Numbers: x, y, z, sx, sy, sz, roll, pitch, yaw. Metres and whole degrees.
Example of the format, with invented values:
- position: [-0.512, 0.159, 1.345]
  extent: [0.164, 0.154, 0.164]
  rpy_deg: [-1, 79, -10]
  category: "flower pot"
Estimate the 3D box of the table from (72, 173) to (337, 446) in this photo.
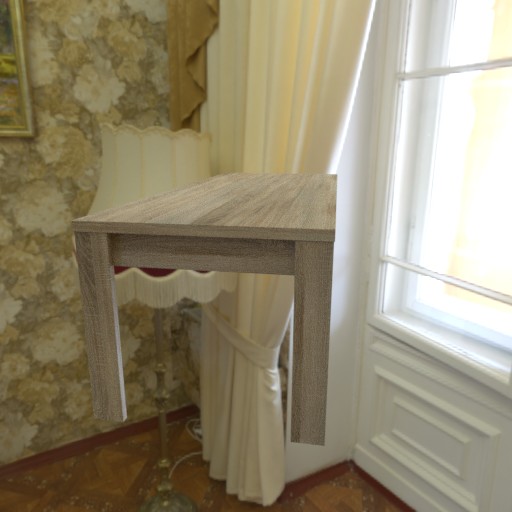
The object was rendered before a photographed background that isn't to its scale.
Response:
- position: [0.000, 0.000, 2.605]
  extent: [0.900, 0.790, 2.200]
  rpy_deg: [3, 15, 10]
  category: "table"
